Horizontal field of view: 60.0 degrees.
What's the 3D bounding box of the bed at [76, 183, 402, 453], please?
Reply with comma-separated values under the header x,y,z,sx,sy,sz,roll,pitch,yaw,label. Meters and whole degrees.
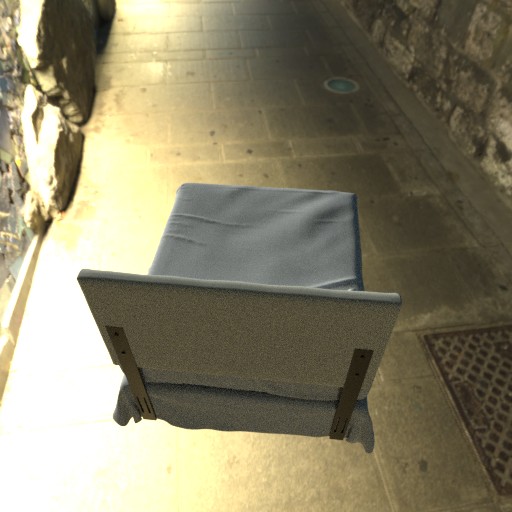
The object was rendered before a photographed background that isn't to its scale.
x,y,z,sx,sy,sz,roll,pitch,yaw,label
0.000,0.000,3.436,1.936,1.577,2.222,4,46,4,bed
